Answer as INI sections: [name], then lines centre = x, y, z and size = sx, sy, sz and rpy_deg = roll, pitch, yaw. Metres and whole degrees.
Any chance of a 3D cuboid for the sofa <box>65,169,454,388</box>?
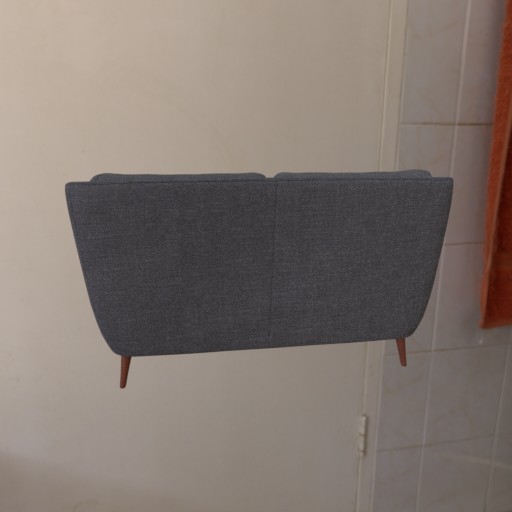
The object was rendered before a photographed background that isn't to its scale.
[sofa]
centre = 0.000, 0.000, 2.242
size = 1.646, 0.887, 0.976
rpy_deg = -2, 15, -8
